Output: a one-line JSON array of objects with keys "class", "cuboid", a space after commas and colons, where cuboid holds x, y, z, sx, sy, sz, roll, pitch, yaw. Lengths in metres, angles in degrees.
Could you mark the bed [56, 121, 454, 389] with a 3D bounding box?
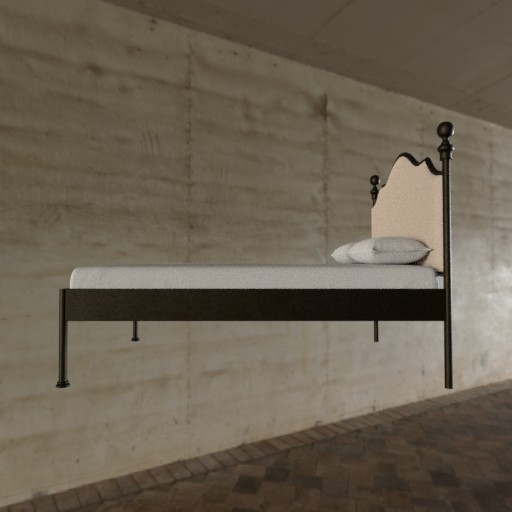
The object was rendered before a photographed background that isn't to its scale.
[{"class": "bed", "cuboid": [0.000, 0.000, 3.143, 2.170, 1.462, 1.533, 0, -1, 0]}]
